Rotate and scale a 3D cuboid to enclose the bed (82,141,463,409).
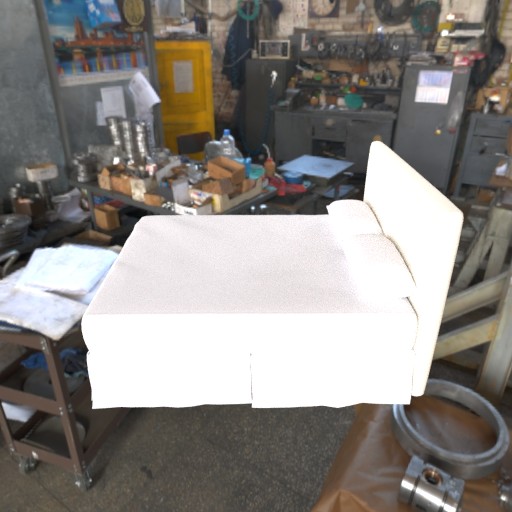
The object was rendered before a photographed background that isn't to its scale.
[{"bbox_3d":[0.000,0.000,3.249,2.142,1.330,1.713,0,27,0],"label":"bed"}]
